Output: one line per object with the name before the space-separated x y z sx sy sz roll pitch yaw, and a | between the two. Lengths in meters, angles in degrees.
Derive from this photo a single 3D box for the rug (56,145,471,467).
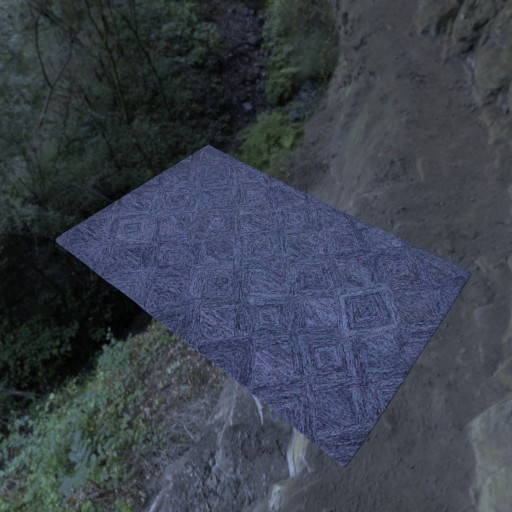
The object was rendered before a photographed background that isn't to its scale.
rug | 0.000 0.000 2.201 1.752 0.013 1.158 31 54 26
